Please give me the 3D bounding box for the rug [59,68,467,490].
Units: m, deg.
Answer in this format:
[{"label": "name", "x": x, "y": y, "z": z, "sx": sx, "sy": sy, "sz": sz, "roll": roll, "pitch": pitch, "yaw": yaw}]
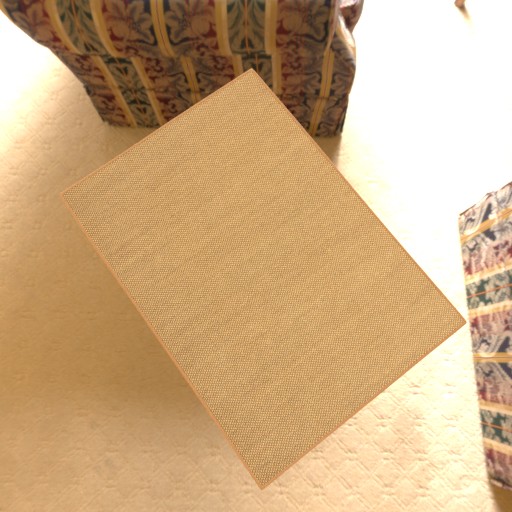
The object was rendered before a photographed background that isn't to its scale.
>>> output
[{"label": "rug", "x": 0.000, "y": 0.000, "z": 2.701, "sx": 1.524, "sy": 0.013, "sz": 2.134, "roll": -36, "pitch": 79, "yaw": -8}]
